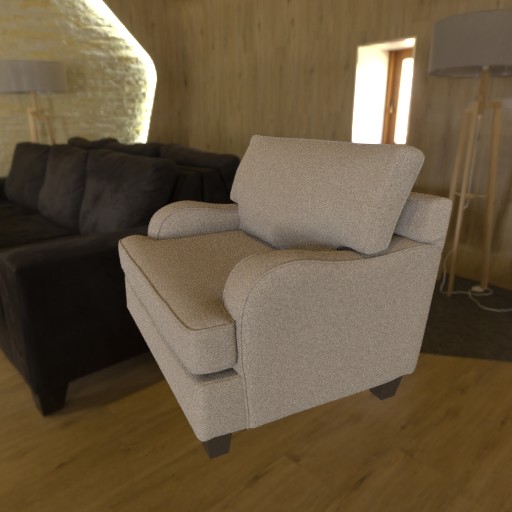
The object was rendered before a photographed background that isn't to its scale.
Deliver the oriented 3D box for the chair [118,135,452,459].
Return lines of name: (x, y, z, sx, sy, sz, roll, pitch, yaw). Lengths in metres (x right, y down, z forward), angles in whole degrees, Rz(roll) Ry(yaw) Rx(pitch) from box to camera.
chair: (0.000, 0.000, 1.996, 1.040, 1.016, 1.220, -8, 19, -25)
